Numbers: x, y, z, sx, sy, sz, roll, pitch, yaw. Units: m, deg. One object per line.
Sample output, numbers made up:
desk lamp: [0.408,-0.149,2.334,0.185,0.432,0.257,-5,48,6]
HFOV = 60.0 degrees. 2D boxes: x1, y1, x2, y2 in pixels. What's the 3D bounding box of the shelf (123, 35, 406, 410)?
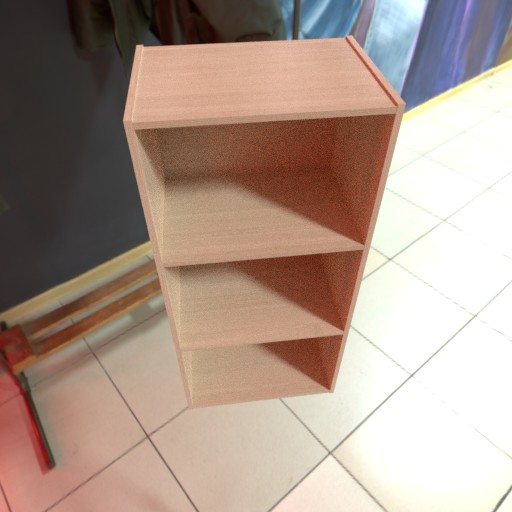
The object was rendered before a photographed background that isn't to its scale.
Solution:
shelf: [0.000,0.000,1.054,0.417,0.876,0.292,-5,45,-5]
